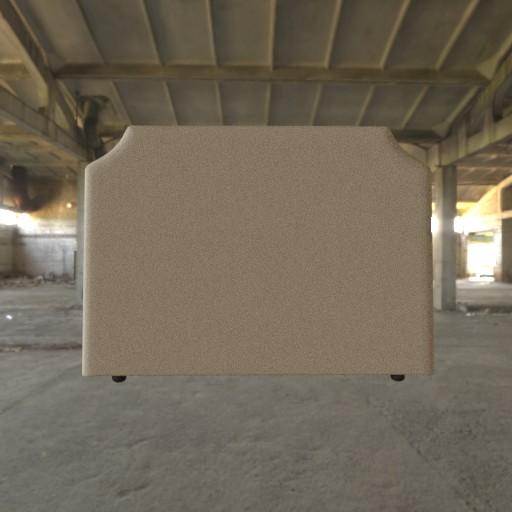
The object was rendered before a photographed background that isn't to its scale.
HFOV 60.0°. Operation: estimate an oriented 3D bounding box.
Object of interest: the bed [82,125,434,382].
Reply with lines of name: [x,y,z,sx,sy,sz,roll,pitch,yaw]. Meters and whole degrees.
bed: [0.000,0.000,3.857,2.134,1.524,2.548,0,-1,-1]
